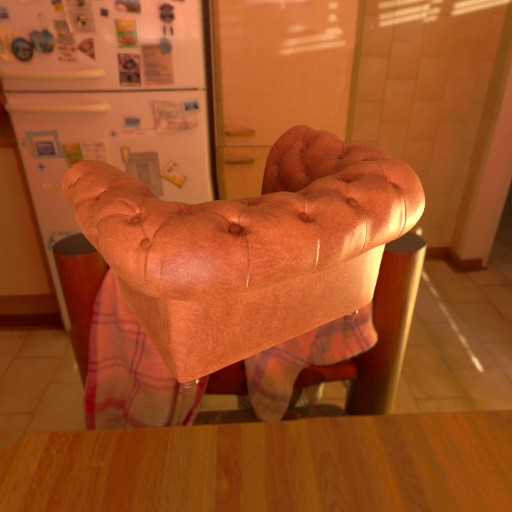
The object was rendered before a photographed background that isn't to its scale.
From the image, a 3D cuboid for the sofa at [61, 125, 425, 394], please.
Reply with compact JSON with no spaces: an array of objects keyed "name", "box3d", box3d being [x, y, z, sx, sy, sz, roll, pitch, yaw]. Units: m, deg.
[{"name":"sofa","box3d":[0.000,0.000,1.995,1.405,0.878,1.033,-17,33,-29]}]
